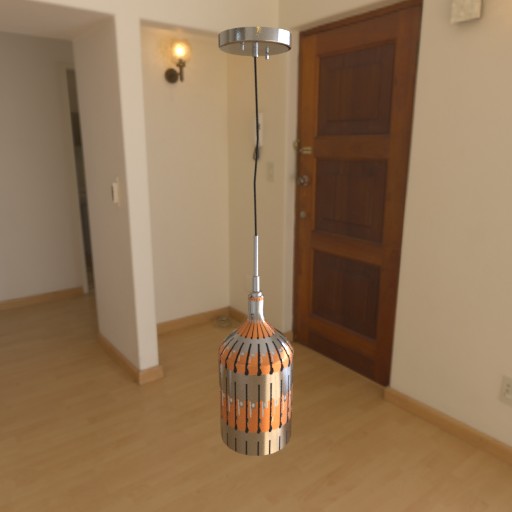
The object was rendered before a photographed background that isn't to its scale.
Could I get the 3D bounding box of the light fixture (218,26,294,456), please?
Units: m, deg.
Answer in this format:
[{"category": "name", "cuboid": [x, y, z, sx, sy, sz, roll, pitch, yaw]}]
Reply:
[{"category": "light fixture", "cuboid": [0.000, 0.000, 1.688, 0.303, 1.535, 0.303, 0, 14, 0]}]
